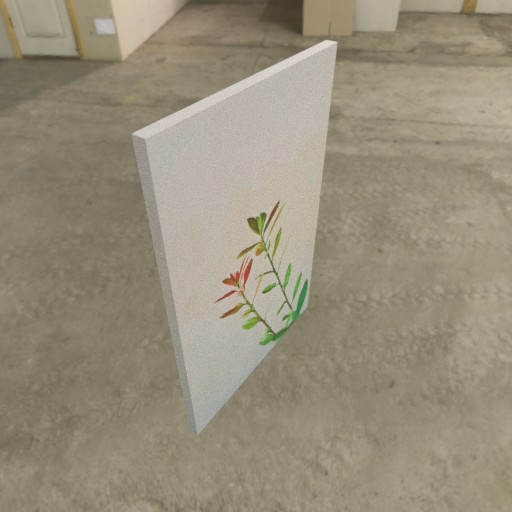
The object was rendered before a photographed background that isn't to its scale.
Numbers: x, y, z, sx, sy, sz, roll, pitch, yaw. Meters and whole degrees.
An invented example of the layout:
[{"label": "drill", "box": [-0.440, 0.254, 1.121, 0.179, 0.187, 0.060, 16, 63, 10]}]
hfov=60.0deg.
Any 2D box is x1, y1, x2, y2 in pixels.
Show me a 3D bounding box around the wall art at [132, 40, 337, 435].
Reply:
[{"label": "wall art", "box": [0.000, 0.000, 1.449, 0.038, 1.143, 0.764, 25, 47, 26]}]
